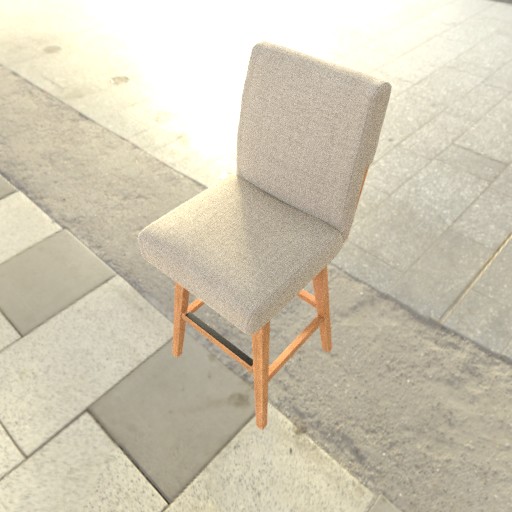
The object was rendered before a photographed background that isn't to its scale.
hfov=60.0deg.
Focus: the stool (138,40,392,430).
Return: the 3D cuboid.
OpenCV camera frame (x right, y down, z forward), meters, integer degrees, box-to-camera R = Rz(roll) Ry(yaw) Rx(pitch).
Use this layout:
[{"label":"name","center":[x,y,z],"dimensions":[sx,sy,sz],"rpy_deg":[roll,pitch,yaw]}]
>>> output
[{"label":"stool","center":[0.000,0.000,1.432],"dimensions":[0.483,1.106,0.569],"rpy_deg":[32,54,27]}]
